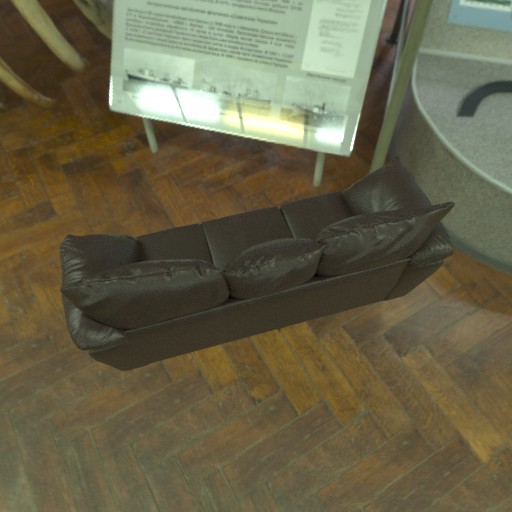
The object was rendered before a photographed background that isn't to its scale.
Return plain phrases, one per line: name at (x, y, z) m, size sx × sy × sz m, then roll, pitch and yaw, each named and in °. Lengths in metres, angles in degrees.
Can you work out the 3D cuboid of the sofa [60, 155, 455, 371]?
sofa at (0.000, 0.000, 2.913) m, size 2.390 × 1.091 × 0.907 m, roll -14°, pitch 58°, yaw -9°
